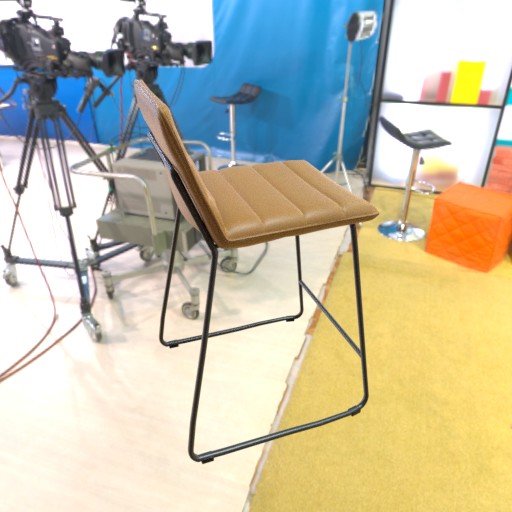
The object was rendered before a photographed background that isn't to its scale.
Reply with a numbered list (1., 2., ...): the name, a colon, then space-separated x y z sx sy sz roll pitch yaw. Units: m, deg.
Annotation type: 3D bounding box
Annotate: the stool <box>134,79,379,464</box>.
1. stool: 0.000 0.000 1.179 0.524 0.866 0.489 -10 31 -17
